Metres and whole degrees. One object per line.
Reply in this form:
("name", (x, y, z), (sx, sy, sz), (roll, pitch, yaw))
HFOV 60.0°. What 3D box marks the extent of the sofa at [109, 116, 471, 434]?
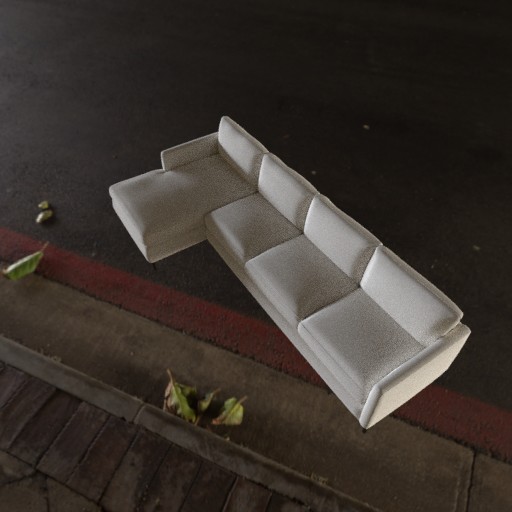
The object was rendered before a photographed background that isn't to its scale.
("sofa", (0.000, 0.000, 3.775), (1.467, 0.875, 3.186), (-26, 52, -22))
